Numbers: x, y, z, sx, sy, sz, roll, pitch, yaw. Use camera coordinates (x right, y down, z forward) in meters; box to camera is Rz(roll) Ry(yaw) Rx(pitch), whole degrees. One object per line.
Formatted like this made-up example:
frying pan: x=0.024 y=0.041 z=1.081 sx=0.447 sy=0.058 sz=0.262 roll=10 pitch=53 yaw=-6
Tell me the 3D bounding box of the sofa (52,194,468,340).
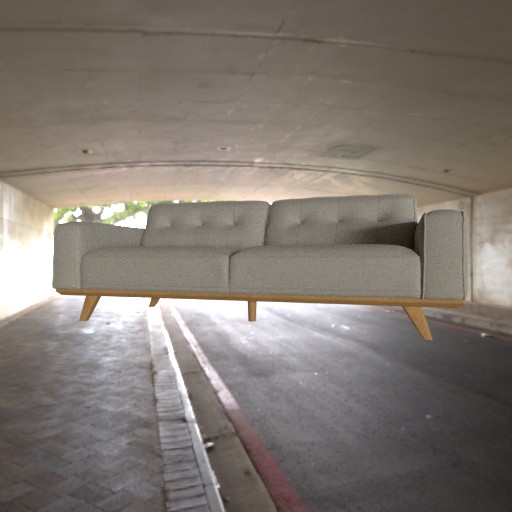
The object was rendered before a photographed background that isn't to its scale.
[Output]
sofa: x=0.000 y=0.000 z=2.723 sx=2.270 sy=0.781 sz=0.956 roll=0 pitch=0 yaw=18
